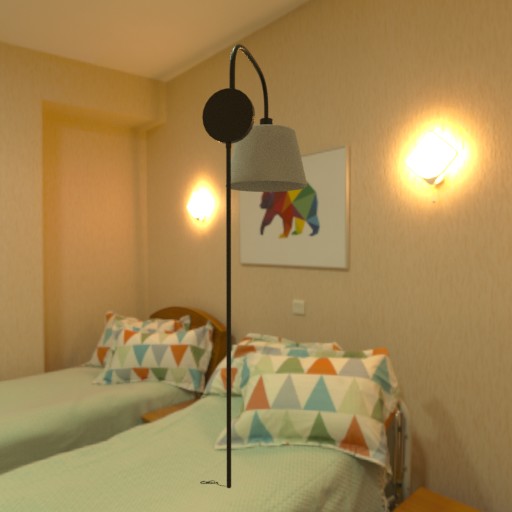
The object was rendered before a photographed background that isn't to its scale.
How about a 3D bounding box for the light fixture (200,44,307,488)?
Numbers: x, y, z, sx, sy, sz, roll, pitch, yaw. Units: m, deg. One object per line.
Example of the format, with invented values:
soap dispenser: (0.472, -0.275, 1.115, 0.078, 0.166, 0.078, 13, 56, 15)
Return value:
light fixture: (0.000, 0.000, 0.463, 0.092, 0.399, 0.176, 0, 1, 16)
